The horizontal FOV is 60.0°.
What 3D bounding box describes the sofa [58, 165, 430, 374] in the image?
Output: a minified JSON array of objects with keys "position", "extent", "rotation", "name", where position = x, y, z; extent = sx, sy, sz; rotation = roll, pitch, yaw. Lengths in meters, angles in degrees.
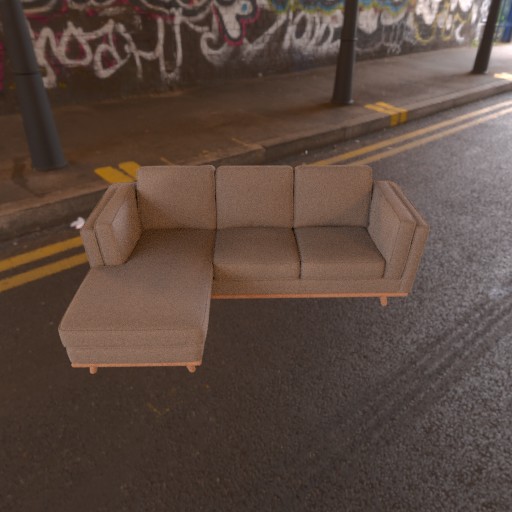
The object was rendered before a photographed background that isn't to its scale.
[{"position":[0.000,0.000,3.233],"extent":[2.411,0.929,1.604],"rotation":[-1,31,-1],"name":"sofa"}]
